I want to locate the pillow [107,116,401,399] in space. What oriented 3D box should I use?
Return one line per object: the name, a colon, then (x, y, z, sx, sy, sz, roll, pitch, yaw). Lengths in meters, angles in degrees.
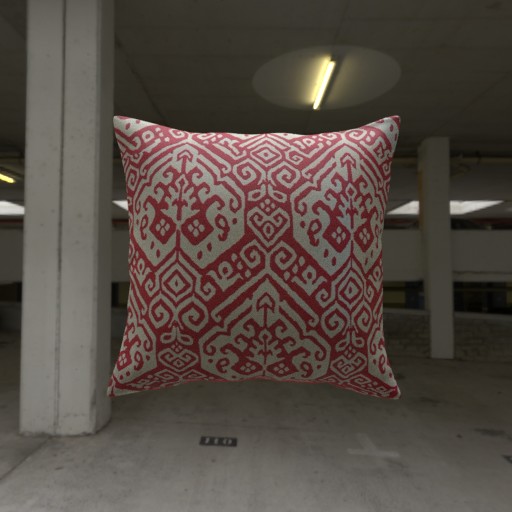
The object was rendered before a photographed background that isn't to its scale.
pillow: (0.000, 0.000, 0.793, 0.522, 0.507, 0.192, 0, -2, -1)
